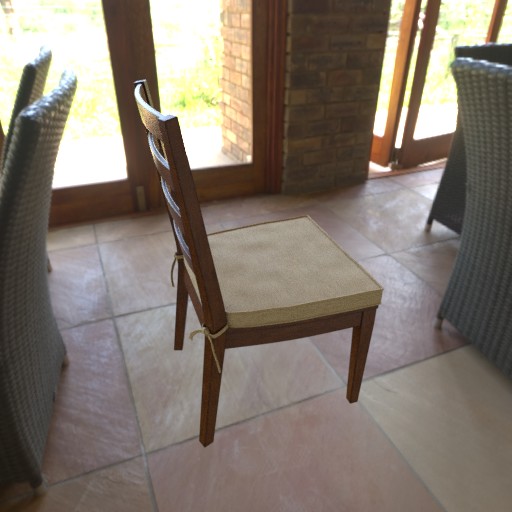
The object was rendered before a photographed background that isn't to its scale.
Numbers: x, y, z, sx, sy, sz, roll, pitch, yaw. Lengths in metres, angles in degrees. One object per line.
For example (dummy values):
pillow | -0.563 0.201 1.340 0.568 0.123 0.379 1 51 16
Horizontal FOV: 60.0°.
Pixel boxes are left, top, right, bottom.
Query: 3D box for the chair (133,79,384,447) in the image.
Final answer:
chair | 0.000 0.000 1.367 0.595 0.979 0.593 -10 31 -17
